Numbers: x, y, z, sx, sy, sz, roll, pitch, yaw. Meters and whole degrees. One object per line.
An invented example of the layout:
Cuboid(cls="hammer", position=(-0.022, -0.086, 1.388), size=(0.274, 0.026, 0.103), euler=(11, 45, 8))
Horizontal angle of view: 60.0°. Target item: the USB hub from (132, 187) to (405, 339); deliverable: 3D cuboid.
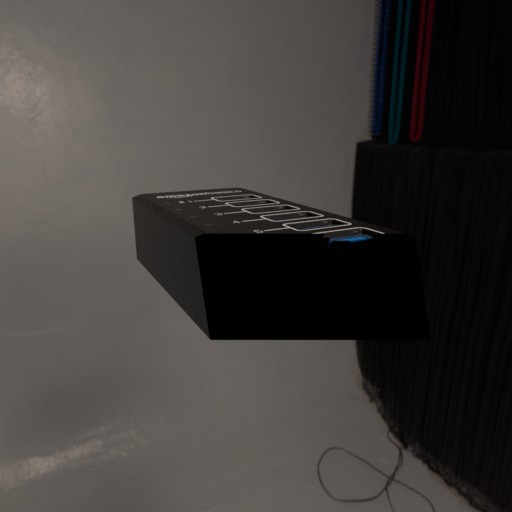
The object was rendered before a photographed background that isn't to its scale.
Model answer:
Cuboid(cls="USB hub", position=(0.000, 0.000, 0.123), size=(0.044, 0.023, 0.110), euler=(-8, 18, -26))
